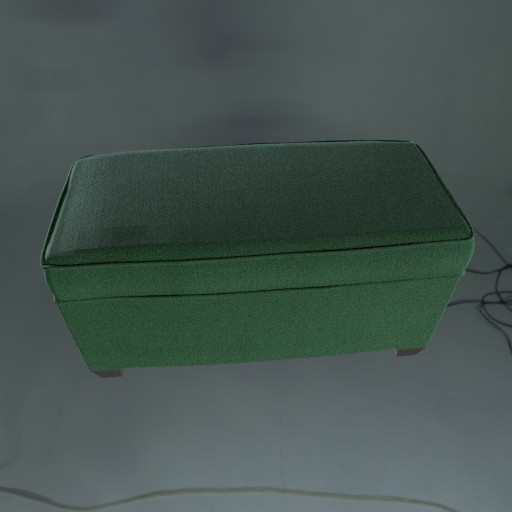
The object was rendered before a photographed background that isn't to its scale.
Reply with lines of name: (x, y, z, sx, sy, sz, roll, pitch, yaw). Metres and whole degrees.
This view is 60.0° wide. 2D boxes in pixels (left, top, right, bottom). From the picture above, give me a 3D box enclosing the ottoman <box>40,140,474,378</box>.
ottoman: (0.000, 0.000, 1.231, 0.957, 0.471, 0.483, -3, 45, -3)
